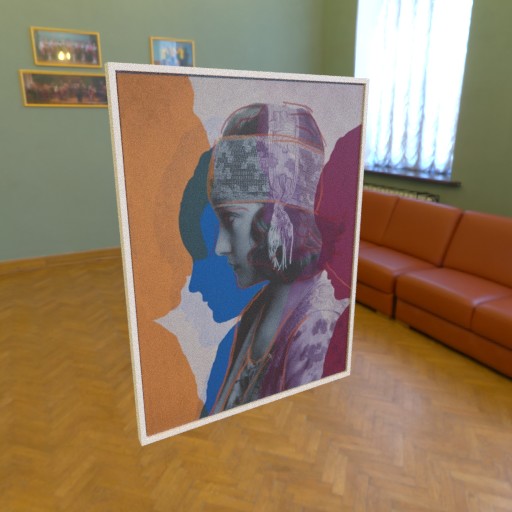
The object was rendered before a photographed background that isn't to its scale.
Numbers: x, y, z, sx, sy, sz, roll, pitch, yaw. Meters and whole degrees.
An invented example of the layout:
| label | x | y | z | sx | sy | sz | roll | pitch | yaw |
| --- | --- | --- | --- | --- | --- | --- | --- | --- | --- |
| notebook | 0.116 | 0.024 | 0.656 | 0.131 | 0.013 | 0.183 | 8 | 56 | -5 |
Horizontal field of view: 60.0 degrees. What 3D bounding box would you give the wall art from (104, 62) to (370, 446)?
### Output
| label | x | y | z | sx | sy | sz | roll | pitch | yaw |
| --- | --- | --- | --- | --- | --- | --- | --- | --- | --- |
| wall art | 0.000 | 0.000 | 1.362 | 0.795 | 1.050 | 0.039 | -9 | 19 | -28 |
